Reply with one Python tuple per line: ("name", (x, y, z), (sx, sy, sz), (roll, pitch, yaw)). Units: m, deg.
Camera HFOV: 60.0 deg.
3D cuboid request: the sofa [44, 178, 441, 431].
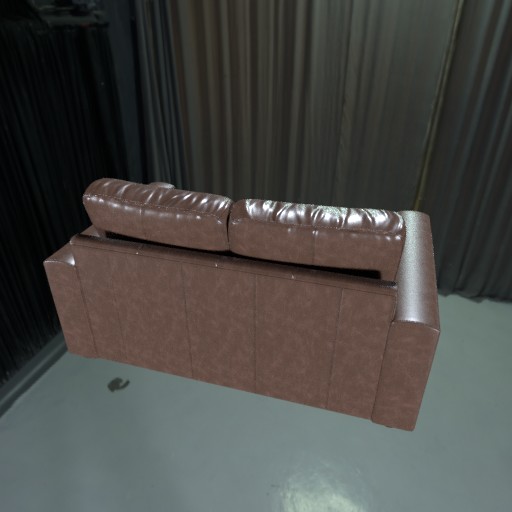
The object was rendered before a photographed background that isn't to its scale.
("sofa", (0.000, 0.000, 2.175), (1.616, 0.873, 1.016), (9, 32, 14))
